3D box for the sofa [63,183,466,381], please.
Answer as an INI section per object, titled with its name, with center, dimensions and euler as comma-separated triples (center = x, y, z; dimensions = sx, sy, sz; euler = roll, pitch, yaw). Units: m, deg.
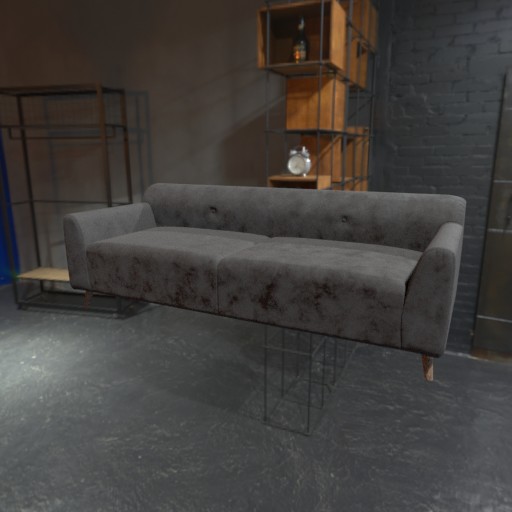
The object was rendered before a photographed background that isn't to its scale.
[sofa]
center = 0.000, 0.000, 2.636
dimensions = 2.190, 0.740, 0.900
euler = 7, 15, 26
